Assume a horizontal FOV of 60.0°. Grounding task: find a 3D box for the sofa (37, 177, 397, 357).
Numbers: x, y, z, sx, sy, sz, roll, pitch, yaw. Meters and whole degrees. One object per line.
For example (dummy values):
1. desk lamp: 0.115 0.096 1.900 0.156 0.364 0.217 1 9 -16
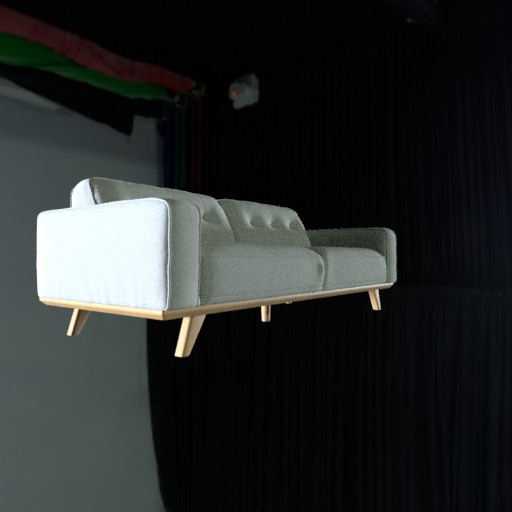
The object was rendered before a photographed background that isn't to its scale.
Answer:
1. sofa: 0.000 0.000 2.701 0.956 0.781 2.270 0 0 37
